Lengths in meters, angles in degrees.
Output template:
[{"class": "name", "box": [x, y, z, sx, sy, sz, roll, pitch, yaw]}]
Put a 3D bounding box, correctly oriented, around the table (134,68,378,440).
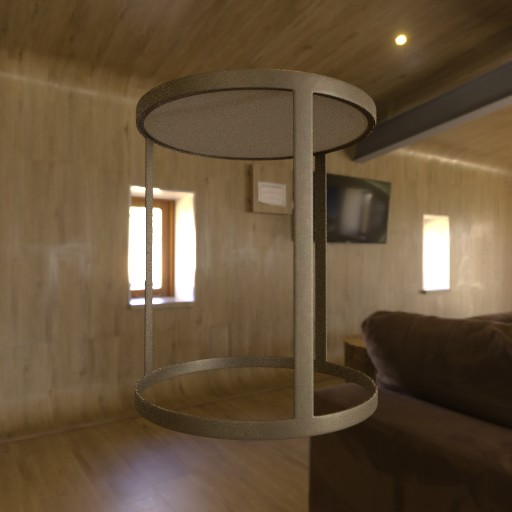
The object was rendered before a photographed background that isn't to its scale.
[{"class": "table", "box": [0.000, 0.000, 0.912, 0.480, 0.565, 0.480, 0, -1, 0]}]
